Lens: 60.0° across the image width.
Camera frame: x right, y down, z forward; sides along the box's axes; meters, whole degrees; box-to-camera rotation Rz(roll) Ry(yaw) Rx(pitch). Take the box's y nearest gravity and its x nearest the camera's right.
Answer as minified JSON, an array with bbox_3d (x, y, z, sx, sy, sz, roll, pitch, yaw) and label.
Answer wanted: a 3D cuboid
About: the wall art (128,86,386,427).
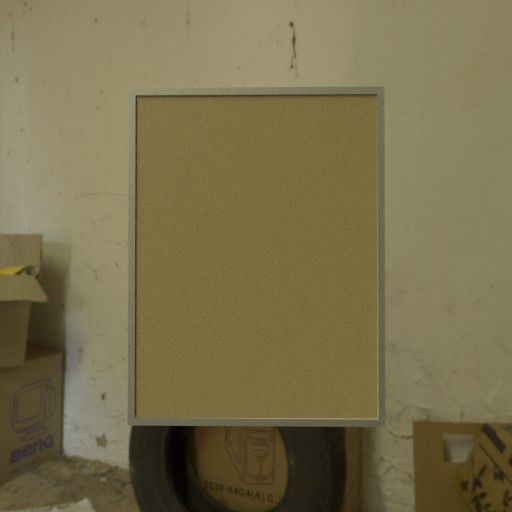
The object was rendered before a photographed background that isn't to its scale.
[{"bbox_3d":[0.000,0.000,1.377,0.789,1.042,0.034,0,-1,1],"label":"wall art"}]
